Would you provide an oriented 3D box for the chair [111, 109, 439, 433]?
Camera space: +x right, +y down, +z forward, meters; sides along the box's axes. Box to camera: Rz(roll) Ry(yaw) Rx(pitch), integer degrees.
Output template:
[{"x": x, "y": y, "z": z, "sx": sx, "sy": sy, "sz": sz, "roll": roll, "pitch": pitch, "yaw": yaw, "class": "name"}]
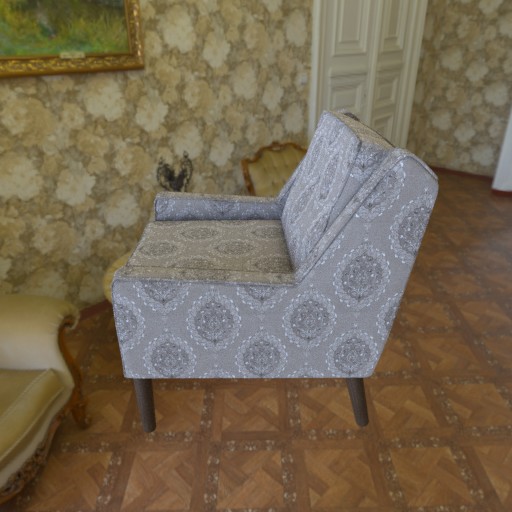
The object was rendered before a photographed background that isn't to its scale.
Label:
[{"x": 0.000, "y": 0.000, "z": 1.345, "sx": 0.750, "sy": 0.797, "sz": 0.665, "roll": -1, "pitch": 26, "yaw": -2, "class": "chair"}]
